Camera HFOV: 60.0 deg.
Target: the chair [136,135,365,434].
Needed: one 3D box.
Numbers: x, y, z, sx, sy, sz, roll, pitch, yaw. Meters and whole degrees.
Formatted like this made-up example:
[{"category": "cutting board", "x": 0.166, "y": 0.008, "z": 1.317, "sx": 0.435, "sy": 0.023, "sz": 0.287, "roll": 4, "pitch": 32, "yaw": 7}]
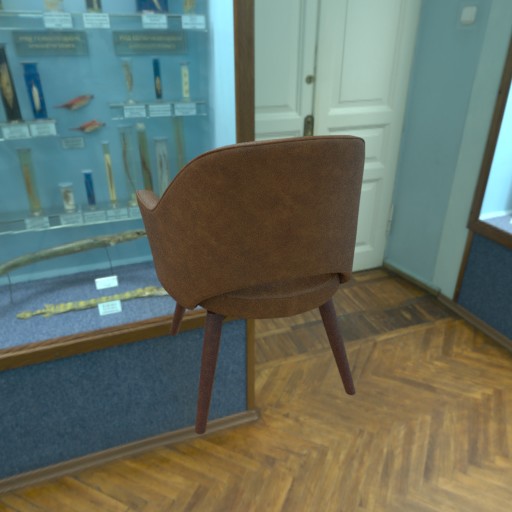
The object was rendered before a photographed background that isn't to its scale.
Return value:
[{"category": "chair", "x": 0.000, "y": 0.000, "z": 1.239, "sx": 0.591, "sy": 0.777, "sz": 0.640, "roll": -8, "pitch": 28, "yaw": -16}]
